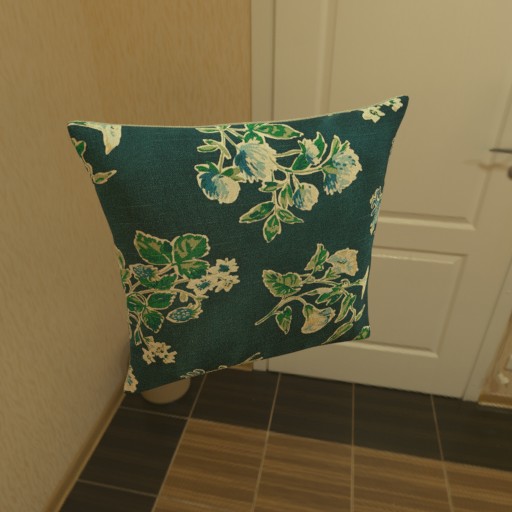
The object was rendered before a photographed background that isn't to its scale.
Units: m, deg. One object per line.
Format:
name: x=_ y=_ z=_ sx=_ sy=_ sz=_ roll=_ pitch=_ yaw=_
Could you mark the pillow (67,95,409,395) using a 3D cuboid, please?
pillow: x=0.000 y=0.000 z=0.779 sx=0.525 sy=0.508 sz=0.166 roll=-10 pitch=33 yaw=-15
